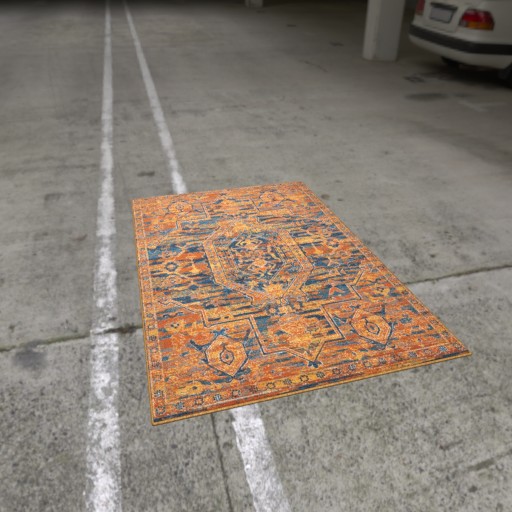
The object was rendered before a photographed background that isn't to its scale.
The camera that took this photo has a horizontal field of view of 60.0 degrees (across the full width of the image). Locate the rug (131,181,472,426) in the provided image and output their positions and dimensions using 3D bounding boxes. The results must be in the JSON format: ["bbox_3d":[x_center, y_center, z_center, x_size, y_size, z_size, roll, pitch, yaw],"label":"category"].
[{"bbox_3d":[0.000,0.000,2.203,1.148,0.013,1.758,-8,32,-13],"label":"rug"}]
